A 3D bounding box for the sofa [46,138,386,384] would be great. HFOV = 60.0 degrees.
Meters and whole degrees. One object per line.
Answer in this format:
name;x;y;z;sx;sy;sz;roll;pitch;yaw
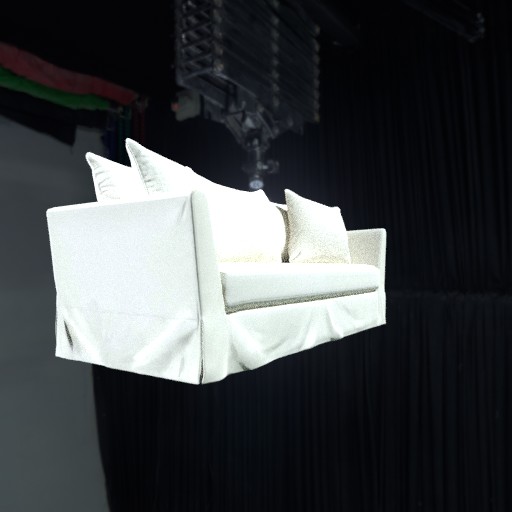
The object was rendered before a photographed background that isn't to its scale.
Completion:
sofa;0.000;0.000;2.859;1.031;1.034;2.290;-1;-2;34
